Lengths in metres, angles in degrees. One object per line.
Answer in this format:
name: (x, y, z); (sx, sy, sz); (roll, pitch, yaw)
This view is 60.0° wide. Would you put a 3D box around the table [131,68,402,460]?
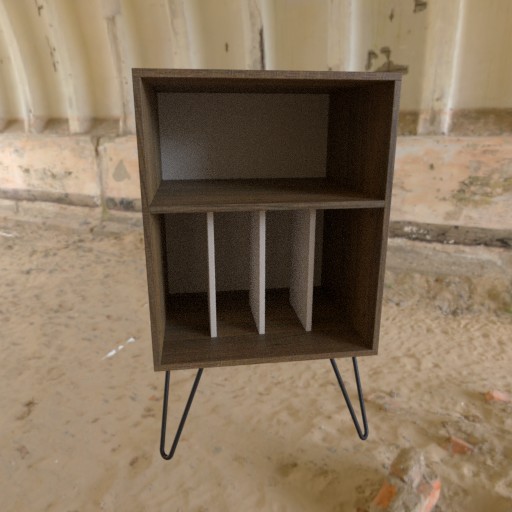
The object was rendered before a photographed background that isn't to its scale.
table: (0.000, 0.000, 1.174); (0.526, 0.866, 0.457); (-2, 17, -8)
